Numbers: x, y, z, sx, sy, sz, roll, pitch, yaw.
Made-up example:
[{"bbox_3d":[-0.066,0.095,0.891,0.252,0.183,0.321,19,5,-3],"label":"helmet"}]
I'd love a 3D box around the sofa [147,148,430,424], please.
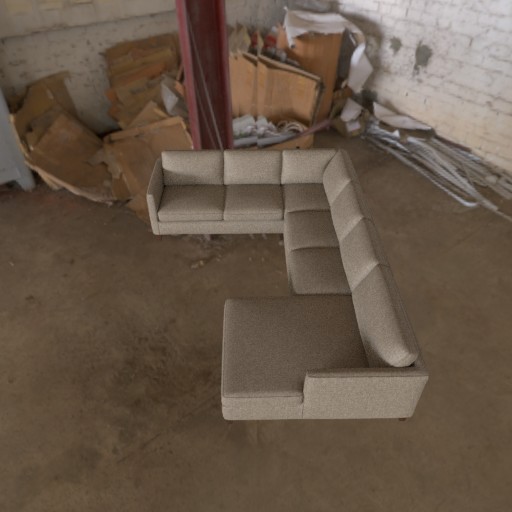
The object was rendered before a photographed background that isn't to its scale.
[{"bbox_3d":[0.000,0.000,4.668,2.551,0.889,3.403,-1,41,-1],"label":"sofa"}]
